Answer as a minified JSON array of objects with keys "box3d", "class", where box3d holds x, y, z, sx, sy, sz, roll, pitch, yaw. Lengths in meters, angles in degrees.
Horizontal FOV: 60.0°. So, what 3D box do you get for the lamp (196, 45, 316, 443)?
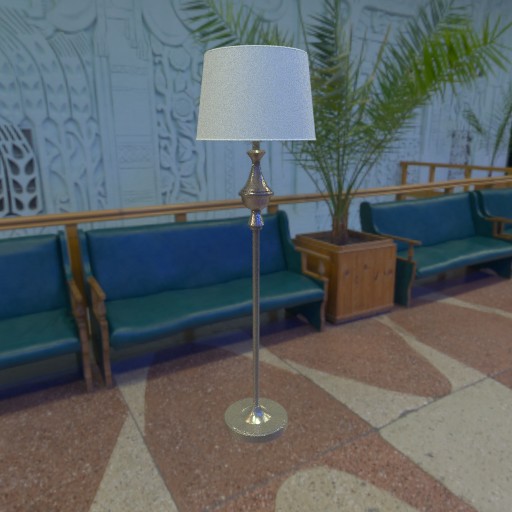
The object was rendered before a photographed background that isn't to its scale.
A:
[{"box3d":[0.000,0.000,1.716,0.431,1.488,0.431,0,15,0],"class":"lamp"}]
